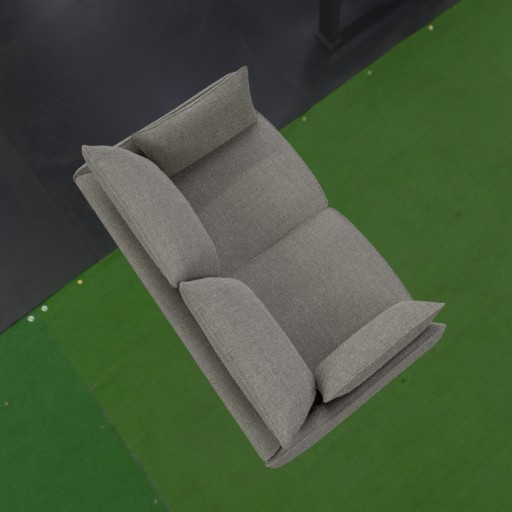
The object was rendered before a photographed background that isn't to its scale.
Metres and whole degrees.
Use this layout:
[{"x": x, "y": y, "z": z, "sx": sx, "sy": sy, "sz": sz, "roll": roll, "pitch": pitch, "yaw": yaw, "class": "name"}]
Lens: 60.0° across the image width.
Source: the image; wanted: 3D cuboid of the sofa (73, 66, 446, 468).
[{"x": 0.000, "y": 0.000, "z": 2.074, "sx": 0.972, "sy": 0.851, "sz": 1.580, "roll": -35, "pitch": 79, "yaw": -8, "class": "sofa"}]
